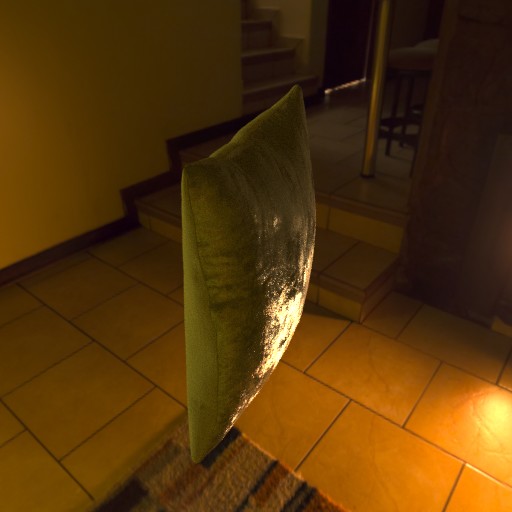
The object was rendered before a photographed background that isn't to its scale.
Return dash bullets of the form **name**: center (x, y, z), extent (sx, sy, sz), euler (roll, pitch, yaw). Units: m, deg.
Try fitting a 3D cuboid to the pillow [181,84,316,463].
- **pillow**: center (0.000, 0.000, 0.723), extent (0.175, 0.464, 0.470), euler (10, 33, 16)
